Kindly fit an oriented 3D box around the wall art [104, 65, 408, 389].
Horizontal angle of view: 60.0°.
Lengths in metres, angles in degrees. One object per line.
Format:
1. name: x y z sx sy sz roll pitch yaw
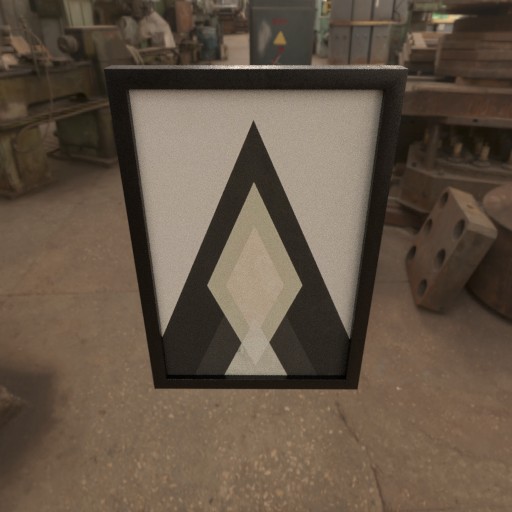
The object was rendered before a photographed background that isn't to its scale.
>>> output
1. wall art: 0.000 0.000 0.580 0.313 0.457 0.031 0 30 0
